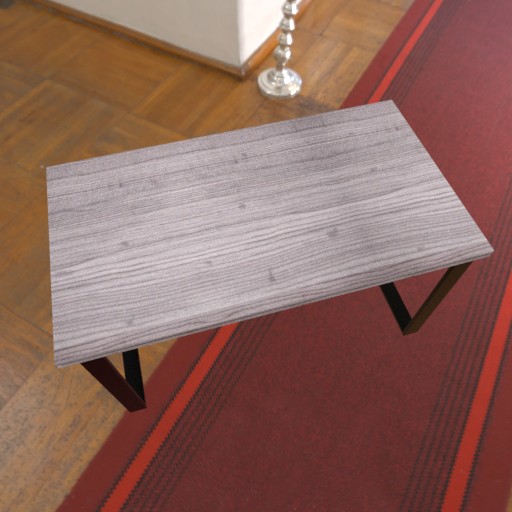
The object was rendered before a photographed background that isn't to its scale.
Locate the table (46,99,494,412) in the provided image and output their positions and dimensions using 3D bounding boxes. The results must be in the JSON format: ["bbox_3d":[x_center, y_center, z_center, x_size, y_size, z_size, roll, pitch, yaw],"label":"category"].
[{"bbox_3d":[0.000,0.000,2.058,1.579,0.736,0.881,-13,59,-8],"label":"table"}]
